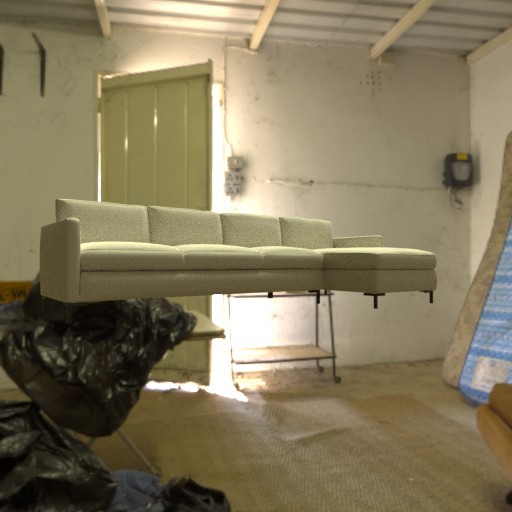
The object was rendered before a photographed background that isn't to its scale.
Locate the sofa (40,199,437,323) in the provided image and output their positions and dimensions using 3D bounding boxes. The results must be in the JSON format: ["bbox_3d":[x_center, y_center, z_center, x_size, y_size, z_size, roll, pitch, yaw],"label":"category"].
[{"bbox_3d":[0.000,0.000,2.921,2.445,0.677,1.126,1,-1,-36],"label":"sofa"}]
